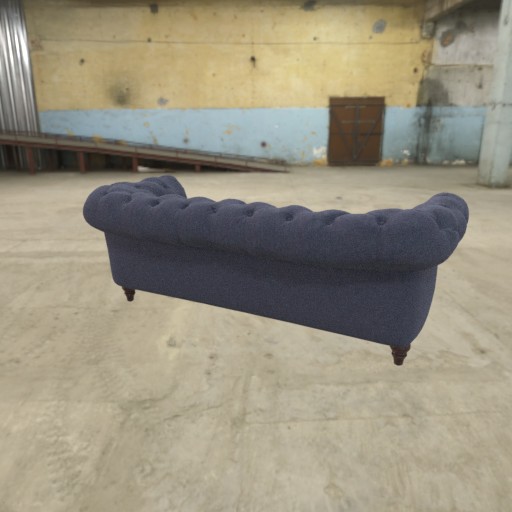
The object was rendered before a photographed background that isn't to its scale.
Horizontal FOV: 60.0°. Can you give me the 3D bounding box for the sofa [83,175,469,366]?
[{"bbox_3d":[0.000,0.000,2.793,2.335,0.836,1.046,9,18,27],"label":"sofa"}]
